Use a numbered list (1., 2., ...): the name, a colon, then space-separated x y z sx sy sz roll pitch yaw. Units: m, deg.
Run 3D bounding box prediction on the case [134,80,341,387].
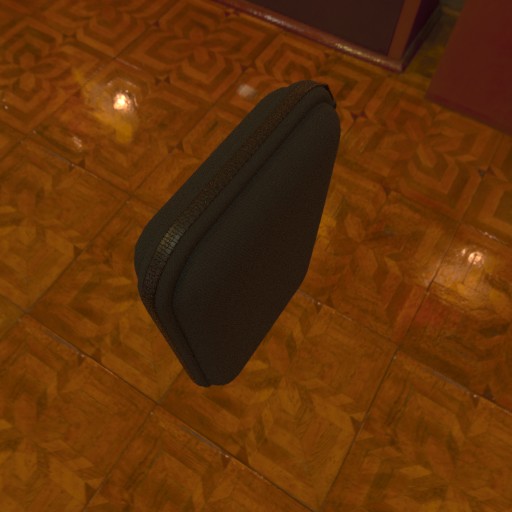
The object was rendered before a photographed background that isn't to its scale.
1. case: 0.000 0.000 0.192 0.030 0.147 0.107 31 67 15
